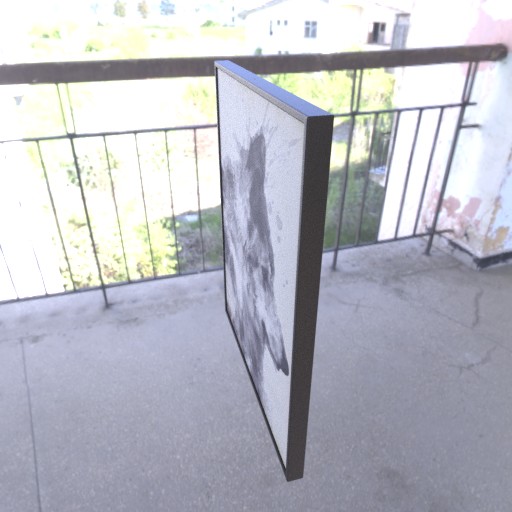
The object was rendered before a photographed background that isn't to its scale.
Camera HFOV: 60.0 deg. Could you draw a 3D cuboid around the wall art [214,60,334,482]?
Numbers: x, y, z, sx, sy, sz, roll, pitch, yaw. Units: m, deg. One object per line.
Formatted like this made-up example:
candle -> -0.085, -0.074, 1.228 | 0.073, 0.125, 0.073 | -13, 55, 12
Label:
wall art -> 0.000, 0.000, 0.737 | 0.028, 0.551, 0.451 | -8, 31, -14
